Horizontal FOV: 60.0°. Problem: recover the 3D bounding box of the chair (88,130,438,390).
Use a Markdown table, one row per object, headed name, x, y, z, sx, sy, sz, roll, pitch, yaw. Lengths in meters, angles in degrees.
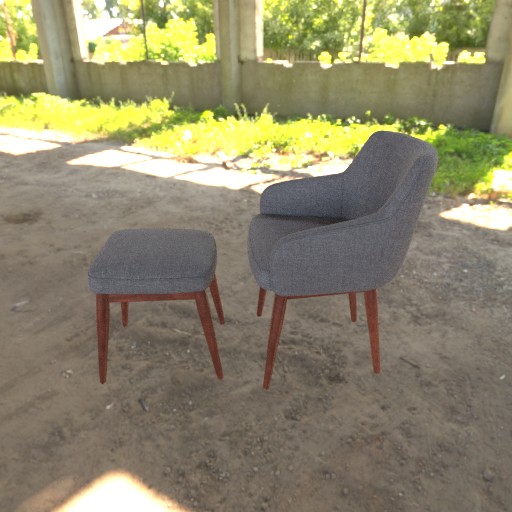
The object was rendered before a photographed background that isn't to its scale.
| name | x | y | z | sx | sy | sz | roll | pitch | yaw |
| --- | --- | --- | --- | --- | --- | --- | --- | --- | --- |
| chair | 0.000 | 0.000 | 1.564 | 1.107 | 0.799 | 0.584 | -1 | 25 | -2 |
